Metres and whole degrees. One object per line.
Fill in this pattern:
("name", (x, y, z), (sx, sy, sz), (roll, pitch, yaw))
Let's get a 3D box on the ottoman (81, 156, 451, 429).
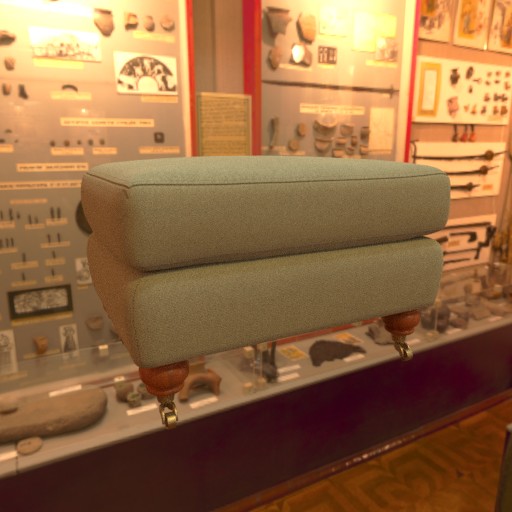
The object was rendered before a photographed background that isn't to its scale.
("ottoman", (0.000, 0.000, 1.134), (0.773, 0.499, 0.569), (-7, 15, -26))
